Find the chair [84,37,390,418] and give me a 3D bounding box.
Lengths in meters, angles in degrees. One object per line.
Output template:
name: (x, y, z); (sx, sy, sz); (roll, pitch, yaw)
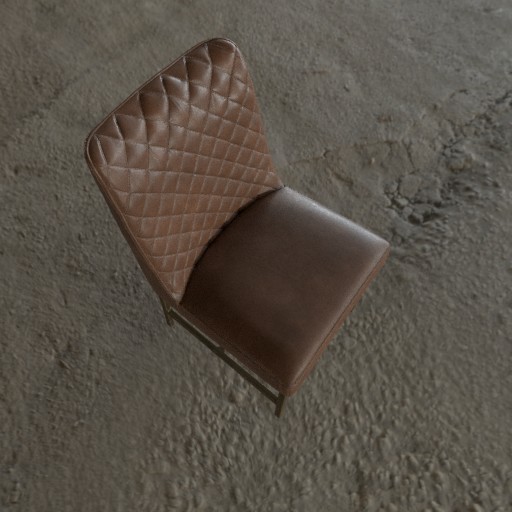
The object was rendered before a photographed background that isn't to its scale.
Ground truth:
chair: (0.000, 0.000, 1.223); (0.587, 0.889, 0.508); (33, 66, 17)
